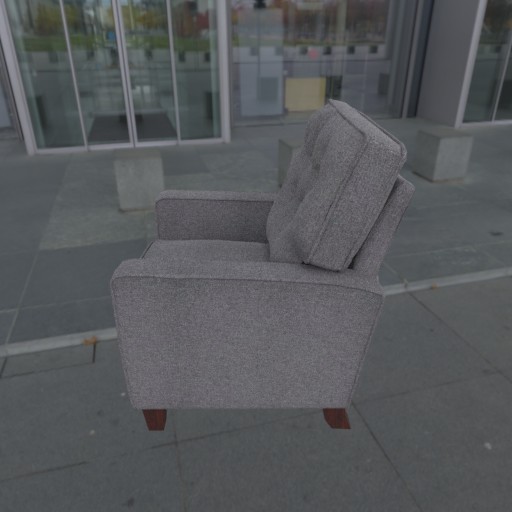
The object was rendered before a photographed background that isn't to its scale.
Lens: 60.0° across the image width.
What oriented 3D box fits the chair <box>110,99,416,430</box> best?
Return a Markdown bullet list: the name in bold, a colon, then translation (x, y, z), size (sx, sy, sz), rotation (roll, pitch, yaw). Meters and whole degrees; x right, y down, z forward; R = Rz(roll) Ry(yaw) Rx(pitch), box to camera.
- **chair**: translation (0.000, 0.000, 1.406), size (0.775, 0.889, 0.650), rotation (0, 27, 0)
